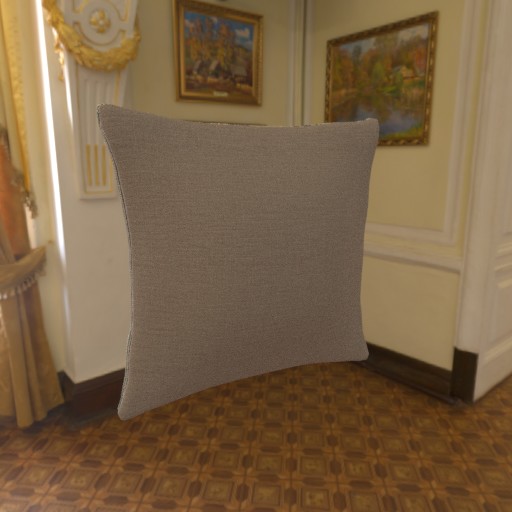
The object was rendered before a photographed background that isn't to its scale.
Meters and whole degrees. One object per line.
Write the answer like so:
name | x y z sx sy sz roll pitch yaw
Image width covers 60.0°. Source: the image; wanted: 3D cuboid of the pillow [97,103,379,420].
pillow | 0.000 0.000 0.669 0.435 0.416 0.189 -6 14 -26
